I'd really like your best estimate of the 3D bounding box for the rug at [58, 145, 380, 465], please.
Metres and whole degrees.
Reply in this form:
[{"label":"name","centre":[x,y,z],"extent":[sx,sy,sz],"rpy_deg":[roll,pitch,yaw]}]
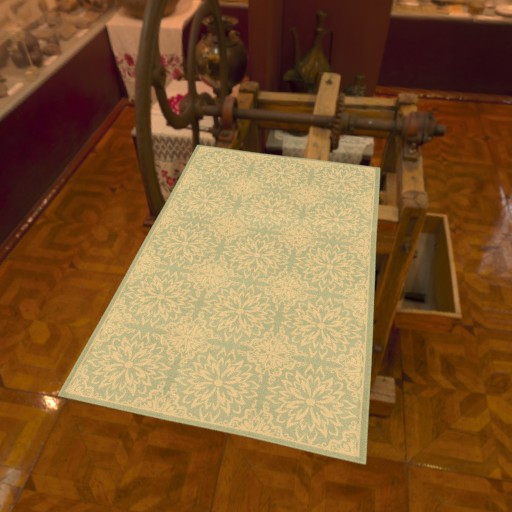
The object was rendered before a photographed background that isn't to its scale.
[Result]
[{"label":"rug","centre":[0.000,0.000,3.425],"extent":[1.819,0.018,2.746],"rpy_deg":[9,47,8]}]
